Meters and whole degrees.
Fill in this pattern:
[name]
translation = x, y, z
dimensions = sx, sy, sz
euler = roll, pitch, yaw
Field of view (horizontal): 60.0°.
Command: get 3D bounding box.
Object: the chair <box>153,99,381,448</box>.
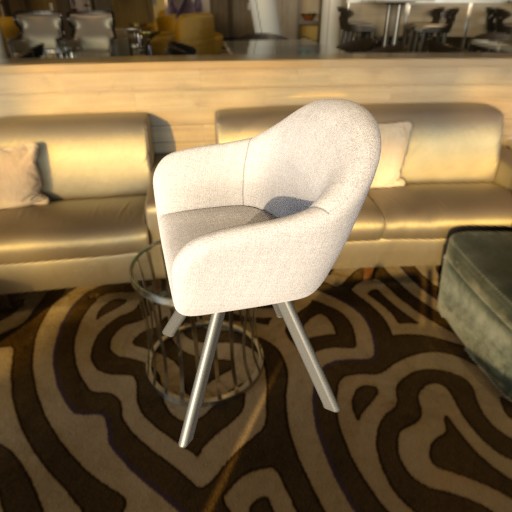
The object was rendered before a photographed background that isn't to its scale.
[chair]
translation = 0.000, 0.000, 1.220
dimensions = 0.550, 0.795, 0.590
euler = -8, 31, -13
